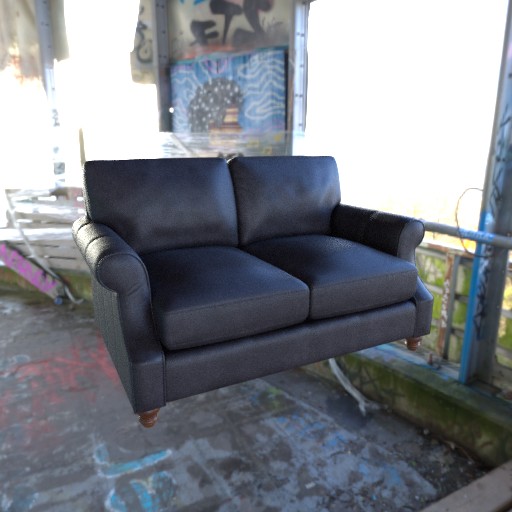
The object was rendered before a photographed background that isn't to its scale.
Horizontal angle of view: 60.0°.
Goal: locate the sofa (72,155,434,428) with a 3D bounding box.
[{"bbox_3d":[0.000,0.000,2.292,1.663,0.979,1.030,-7,16,-26],"label":"sofa"}]
